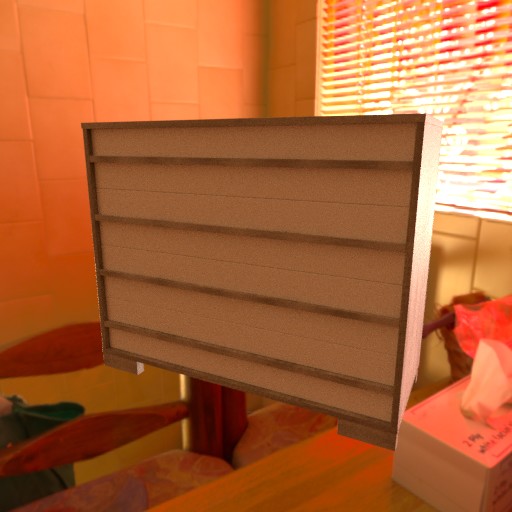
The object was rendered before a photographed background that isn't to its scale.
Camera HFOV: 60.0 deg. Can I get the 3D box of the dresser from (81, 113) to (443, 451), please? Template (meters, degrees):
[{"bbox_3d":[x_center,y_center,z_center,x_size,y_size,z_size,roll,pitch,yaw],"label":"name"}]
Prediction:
[{"bbox_3d":[0.000,0.000,1.408,0.994,0.816,0.404,7,16,26],"label":"dresser"}]
